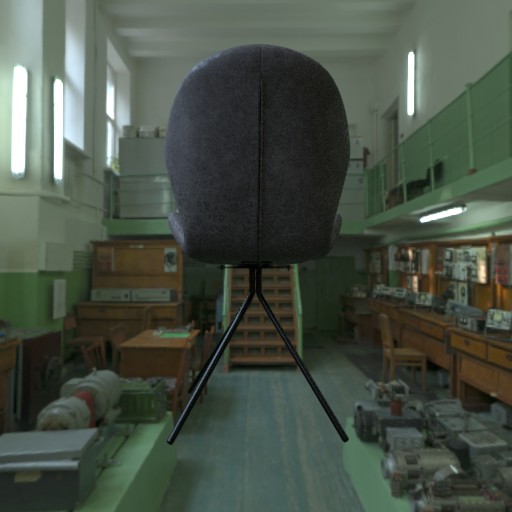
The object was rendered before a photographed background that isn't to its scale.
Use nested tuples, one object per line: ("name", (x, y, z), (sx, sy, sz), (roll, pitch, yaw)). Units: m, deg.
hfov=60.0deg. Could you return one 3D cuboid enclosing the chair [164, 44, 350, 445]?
("chair", (0.000, 0.000, 1.277), (0.527, 0.934, 0.640), (0, -1, -2))
